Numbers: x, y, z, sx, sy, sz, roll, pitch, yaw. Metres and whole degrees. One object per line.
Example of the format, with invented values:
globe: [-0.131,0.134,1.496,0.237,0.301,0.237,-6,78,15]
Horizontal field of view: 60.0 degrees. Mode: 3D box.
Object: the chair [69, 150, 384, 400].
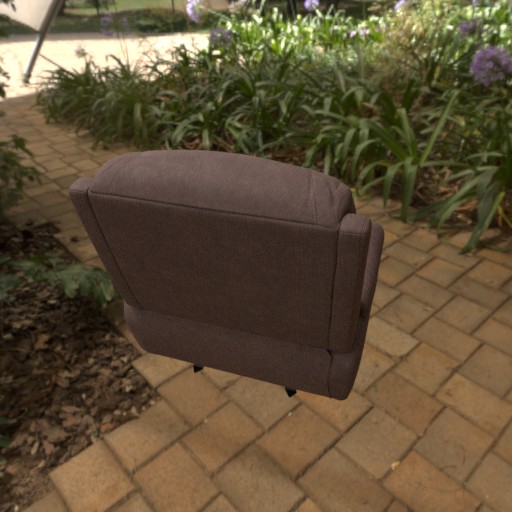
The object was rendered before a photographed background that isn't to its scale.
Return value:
chair: [0.000,0.000,1.730,0.930,1.011,0.899,10,32,16]
